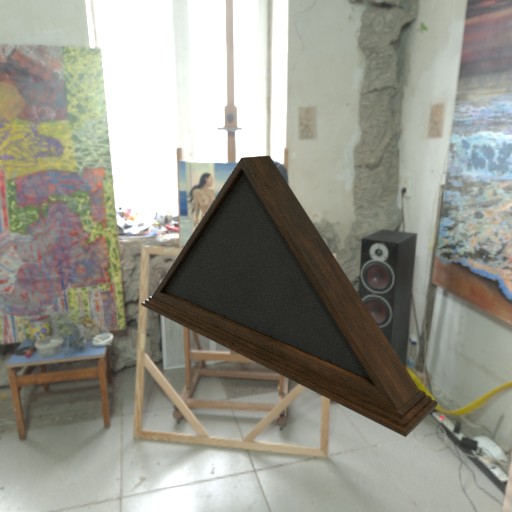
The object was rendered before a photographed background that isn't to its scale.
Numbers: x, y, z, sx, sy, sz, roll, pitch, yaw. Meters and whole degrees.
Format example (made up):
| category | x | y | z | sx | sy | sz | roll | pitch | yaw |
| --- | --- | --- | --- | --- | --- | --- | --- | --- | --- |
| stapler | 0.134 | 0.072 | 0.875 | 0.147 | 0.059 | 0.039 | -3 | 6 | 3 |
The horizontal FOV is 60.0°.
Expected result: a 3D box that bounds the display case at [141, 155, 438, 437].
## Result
| category | x | y | z | sx | sy | sz | roll | pitch | yaw |
| --- | --- | --- | --- | --- | --- | --- | --- | --- | --- |
| display case | 0.000 | 0.000 | 0.775 | 0.640 | 0.340 | 0.095 | 15 | 22 | 43 |
